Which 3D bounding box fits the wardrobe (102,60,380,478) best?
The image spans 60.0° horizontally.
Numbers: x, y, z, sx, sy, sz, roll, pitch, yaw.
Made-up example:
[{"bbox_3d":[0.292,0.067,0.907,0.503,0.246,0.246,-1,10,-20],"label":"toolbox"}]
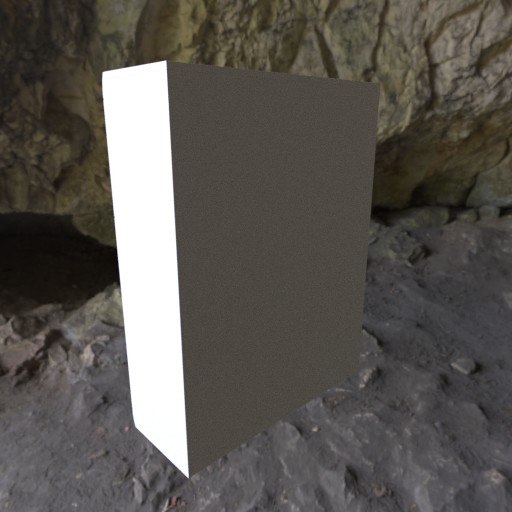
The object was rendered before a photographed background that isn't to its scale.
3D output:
[{"bbox_3d":[0.000,0.000,1.609,0.900,1.200,0.360,-15,22,-41],"label":"wardrobe"}]
